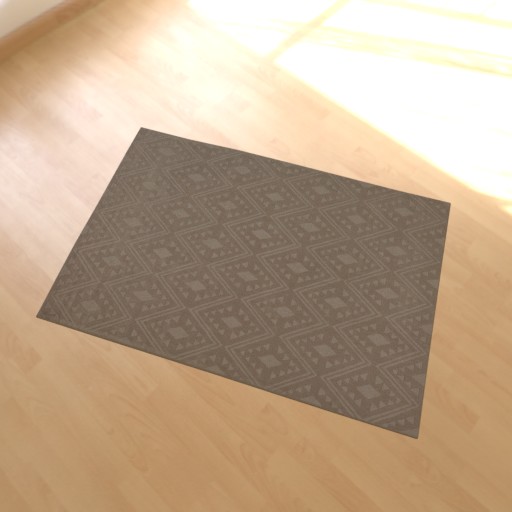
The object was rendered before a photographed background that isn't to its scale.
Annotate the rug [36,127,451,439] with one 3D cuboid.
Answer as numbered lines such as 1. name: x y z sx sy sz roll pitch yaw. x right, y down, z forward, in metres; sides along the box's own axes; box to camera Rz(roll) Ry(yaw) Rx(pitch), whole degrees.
1. rug: 0.000 0.000 2.268 1.829 0.034 1.252 16 65 8
